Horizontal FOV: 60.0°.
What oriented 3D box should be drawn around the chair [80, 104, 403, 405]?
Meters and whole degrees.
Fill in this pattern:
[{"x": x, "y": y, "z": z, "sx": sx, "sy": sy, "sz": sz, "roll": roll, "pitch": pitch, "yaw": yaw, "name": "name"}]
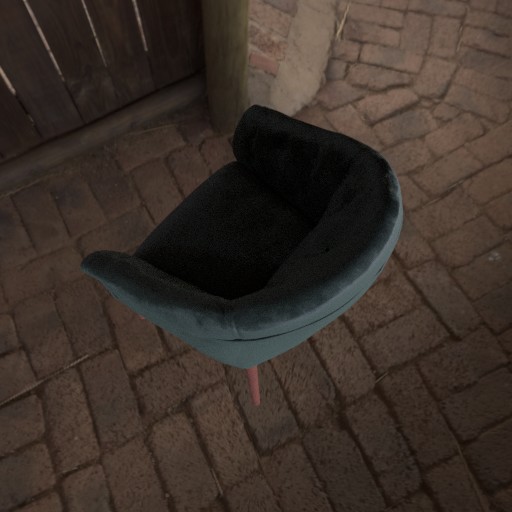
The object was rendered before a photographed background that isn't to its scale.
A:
[{"x": 0.000, "y": 0.000, "z": 1.521, "sx": 0.776, "sy": 0.885, "sz": 0.851, "roll": 35, "pitch": 68, "yaw": 17, "name": "chair"}]
